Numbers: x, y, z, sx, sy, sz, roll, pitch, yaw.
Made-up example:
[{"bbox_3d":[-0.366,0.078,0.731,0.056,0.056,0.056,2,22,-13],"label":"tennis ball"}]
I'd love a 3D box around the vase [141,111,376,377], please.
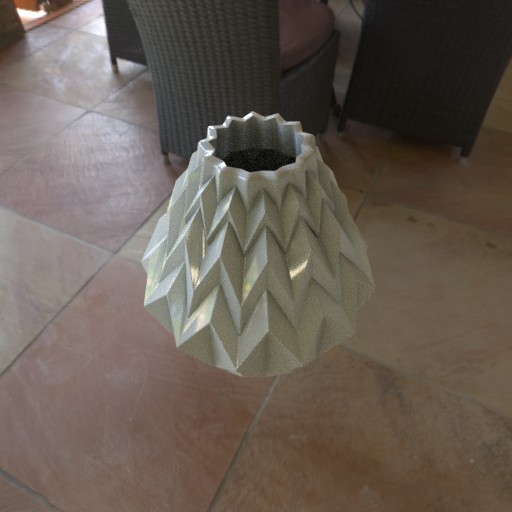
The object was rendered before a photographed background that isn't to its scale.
[{"bbox_3d":[0.000,0.000,0.307,0.164,0.185,0.164,0,48,0],"label":"vase"}]
